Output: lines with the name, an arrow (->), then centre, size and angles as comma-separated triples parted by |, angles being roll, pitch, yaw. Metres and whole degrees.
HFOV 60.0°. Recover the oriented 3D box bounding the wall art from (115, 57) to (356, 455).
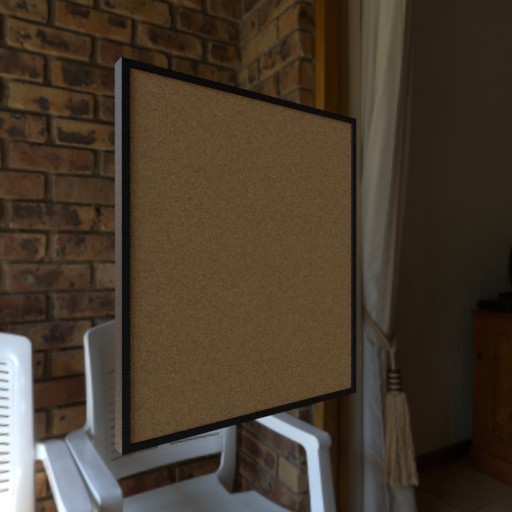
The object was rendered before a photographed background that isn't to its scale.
wall art -> 0.000, 0.000, 0.528 | 0.330, 0.381, 0.019 | 0, 0, -36
